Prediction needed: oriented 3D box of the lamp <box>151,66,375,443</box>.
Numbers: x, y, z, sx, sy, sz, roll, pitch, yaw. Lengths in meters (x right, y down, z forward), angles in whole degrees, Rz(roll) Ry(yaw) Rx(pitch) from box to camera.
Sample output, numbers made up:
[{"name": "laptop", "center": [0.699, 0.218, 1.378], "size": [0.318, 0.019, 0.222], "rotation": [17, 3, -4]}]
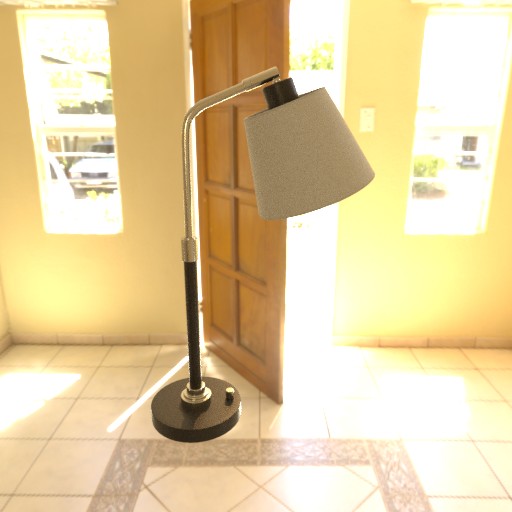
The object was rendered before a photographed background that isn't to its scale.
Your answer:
[{"name": "lamp", "center": [0.000, 0.000, 0.680], "size": [0.348, 0.539, 0.181], "rotation": [-2, 17, -8]}]
